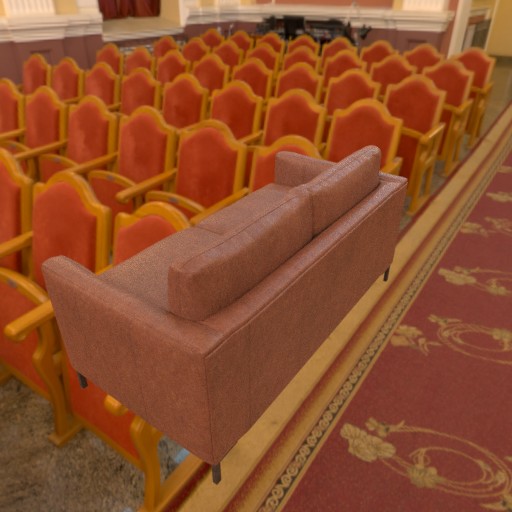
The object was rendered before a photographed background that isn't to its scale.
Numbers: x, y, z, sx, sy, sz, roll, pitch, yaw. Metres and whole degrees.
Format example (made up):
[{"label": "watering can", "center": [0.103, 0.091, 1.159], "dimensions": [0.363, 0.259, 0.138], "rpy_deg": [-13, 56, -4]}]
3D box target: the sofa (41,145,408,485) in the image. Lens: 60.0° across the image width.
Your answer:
[{"label": "sofa", "center": [0.000, 0.000, 2.249], "dimensions": [0.899, 0.883, 1.797], "rpy_deg": [20, 36, 30]}]
